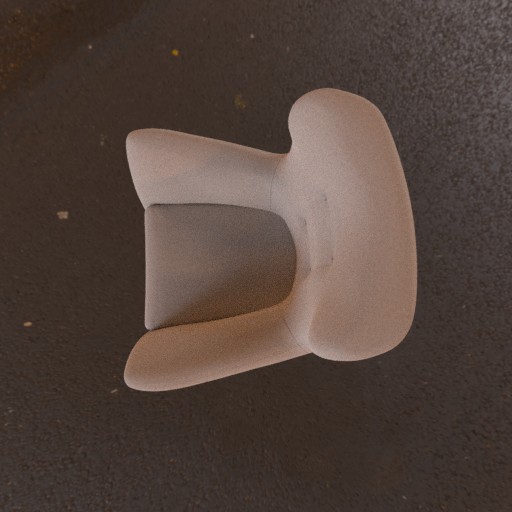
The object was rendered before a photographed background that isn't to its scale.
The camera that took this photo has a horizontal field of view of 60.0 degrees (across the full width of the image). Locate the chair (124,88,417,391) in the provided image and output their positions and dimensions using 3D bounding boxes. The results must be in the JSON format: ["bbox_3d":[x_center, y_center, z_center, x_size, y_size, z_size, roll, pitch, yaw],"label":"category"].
[{"bbox_3d":[0.000,0.000,1.617,0.889,0.889,0.890,-4,76,-1],"label":"chair"}]
